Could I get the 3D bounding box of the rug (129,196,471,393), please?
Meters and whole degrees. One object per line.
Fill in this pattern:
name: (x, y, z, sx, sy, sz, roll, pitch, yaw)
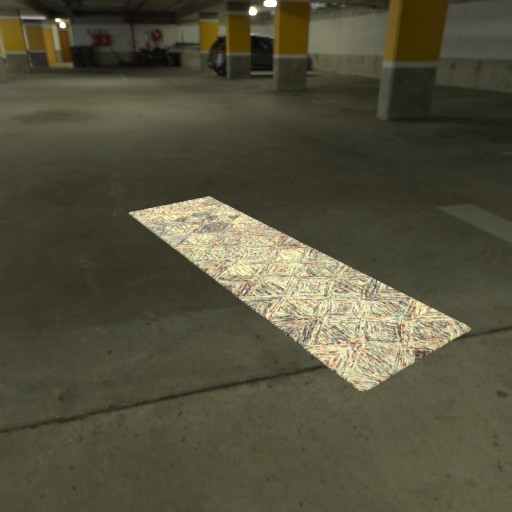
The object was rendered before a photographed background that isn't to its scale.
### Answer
rug: (0.000, 0.000, 2.596, 0.688, 0.015, 2.292, -17, 30, -31)
